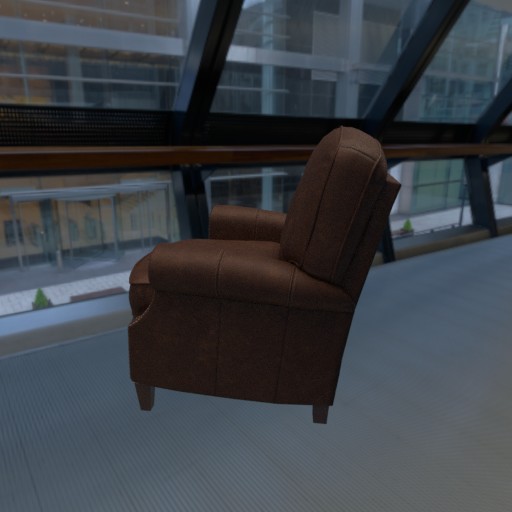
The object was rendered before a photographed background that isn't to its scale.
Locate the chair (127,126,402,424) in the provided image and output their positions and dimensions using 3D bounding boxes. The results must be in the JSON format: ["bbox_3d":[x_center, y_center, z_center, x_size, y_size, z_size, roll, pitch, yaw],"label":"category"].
[{"bbox_3d":[0.000,0.000,1.807,0.986,1.018,0.936,2,16,8],"label":"chair"}]
